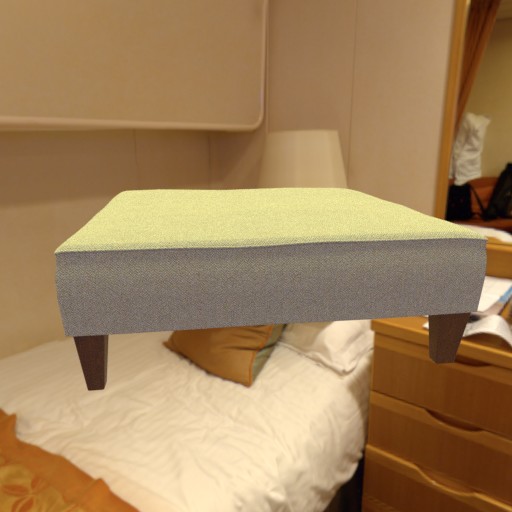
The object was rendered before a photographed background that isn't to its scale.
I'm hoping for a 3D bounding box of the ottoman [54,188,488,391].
[{"bbox_3d":[0.000,0.000,1.486,1.004,0.379,0.968,-2,15,-8],"label":"ottoman"}]
